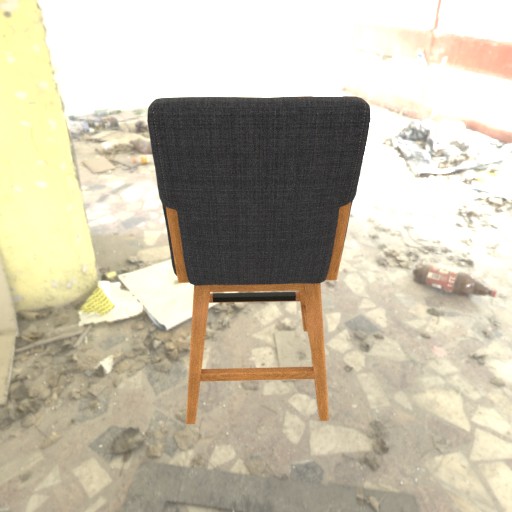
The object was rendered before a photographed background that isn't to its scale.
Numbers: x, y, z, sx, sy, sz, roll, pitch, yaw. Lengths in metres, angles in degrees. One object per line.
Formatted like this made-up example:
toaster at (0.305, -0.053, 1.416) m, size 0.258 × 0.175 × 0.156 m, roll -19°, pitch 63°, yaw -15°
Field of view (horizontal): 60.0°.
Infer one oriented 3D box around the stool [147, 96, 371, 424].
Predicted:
stool at (0.000, 0.000, 1.317) m, size 0.459 × 1.010 × 0.526 m, roll -1°, pitch 32°, yaw -1°
